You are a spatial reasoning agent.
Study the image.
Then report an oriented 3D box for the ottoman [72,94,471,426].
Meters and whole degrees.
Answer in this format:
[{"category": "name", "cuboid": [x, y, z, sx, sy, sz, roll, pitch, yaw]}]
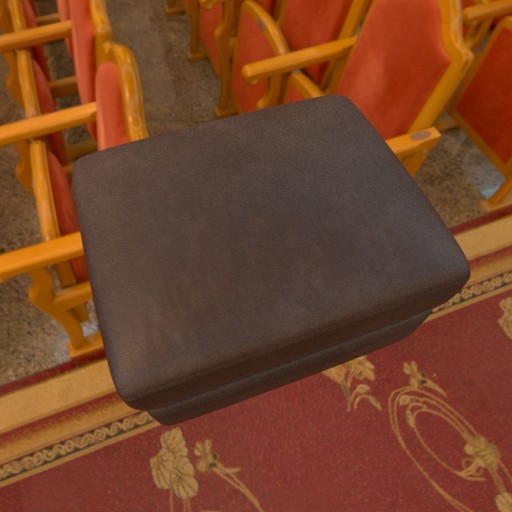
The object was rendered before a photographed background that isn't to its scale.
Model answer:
[{"category": "ottoman", "cuboid": [0.000, 0.000, 1.216, 0.806, 0.569, 0.670, -17, 59, -11]}]
